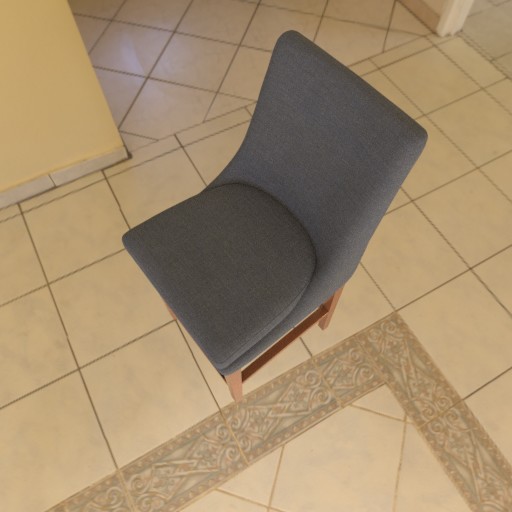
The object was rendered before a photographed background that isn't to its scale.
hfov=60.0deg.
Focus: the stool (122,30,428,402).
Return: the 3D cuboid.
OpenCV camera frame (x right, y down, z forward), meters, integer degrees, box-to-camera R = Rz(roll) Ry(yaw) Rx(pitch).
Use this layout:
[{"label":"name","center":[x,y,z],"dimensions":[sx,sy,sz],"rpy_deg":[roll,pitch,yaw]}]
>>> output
[{"label":"stool","center":[0.000,0.000,1.271],"dimensions":[0.577,0.981,0.470],"rpy_deg":[-35,68,-17]}]
